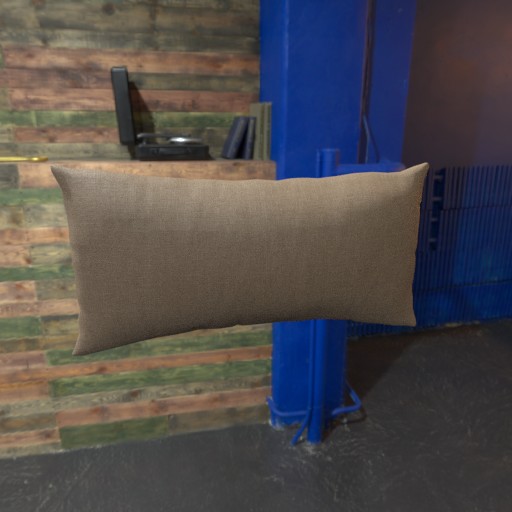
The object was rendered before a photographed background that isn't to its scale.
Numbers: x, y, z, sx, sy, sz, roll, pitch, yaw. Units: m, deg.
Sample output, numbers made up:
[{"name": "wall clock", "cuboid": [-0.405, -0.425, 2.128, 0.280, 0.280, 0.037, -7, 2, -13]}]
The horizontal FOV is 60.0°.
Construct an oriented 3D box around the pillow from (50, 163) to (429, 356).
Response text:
[{"name": "pillow", "cuboid": [0.000, 0.000, 0.738, 0.612, 0.308, 0.148, -3, 17, -10]}]
